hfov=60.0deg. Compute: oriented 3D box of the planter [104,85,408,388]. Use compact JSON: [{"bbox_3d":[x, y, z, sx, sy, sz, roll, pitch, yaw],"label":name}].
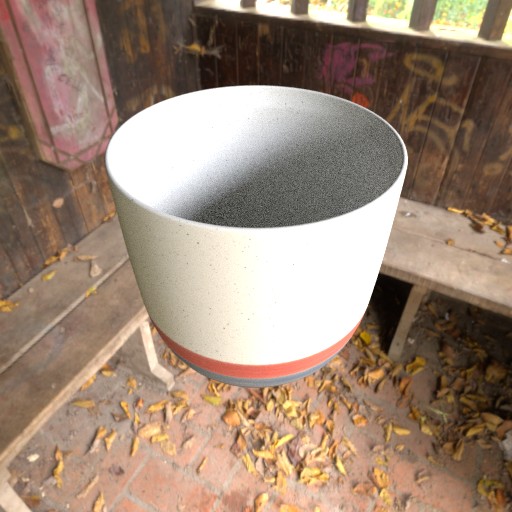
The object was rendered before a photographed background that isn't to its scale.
[{"bbox_3d":[0.000,0.000,0.377,0.204,0.214,0.204,0,41,0],"label":"planter"}]
